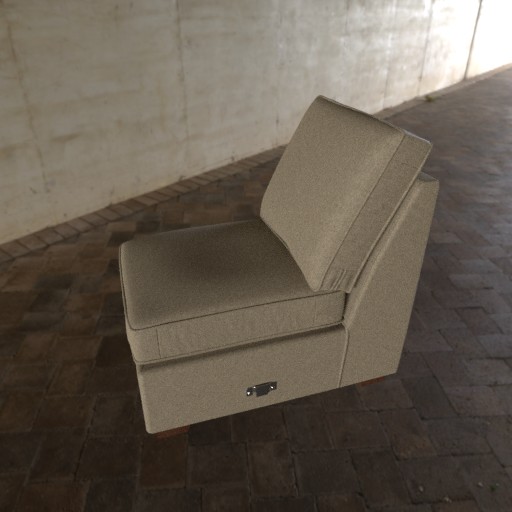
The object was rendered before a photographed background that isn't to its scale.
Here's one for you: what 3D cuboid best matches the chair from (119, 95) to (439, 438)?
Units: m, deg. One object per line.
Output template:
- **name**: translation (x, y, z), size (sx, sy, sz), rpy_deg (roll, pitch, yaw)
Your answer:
- **chair**: translation (0.000, 0.000, 1.709), size (1.020, 1.058, 0.674), rpy_deg (-9, 31, -15)
